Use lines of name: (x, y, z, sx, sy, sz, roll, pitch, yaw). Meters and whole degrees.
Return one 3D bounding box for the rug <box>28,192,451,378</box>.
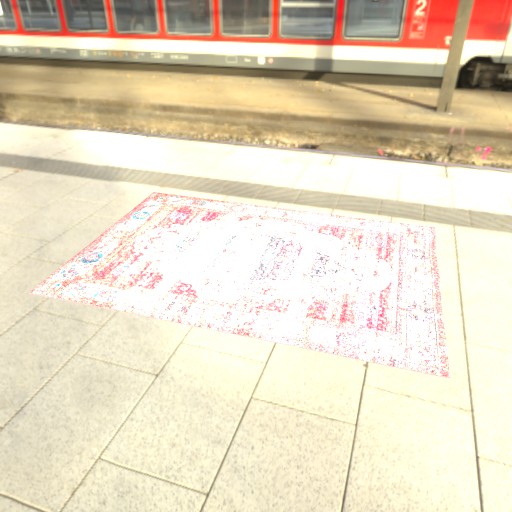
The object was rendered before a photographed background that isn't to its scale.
rug: (0.000, 0.000, 2.315, 1.829, 0.006, 1.219, 9, 33, 14)
